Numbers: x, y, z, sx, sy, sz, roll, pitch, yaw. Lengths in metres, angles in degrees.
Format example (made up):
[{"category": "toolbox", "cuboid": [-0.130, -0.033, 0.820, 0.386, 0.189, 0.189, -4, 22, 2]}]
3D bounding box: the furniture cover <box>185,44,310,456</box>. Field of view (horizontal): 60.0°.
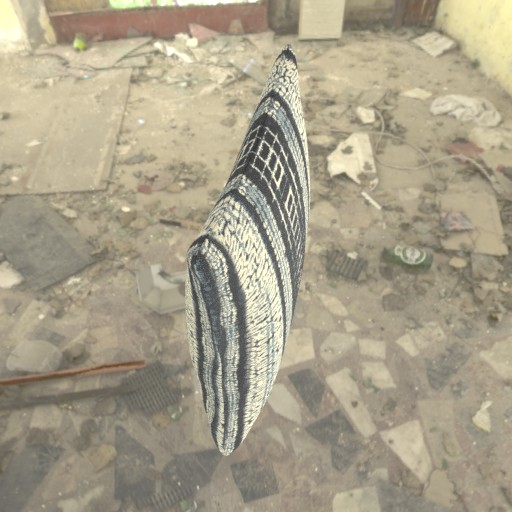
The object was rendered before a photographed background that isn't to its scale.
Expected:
[{"category": "furniture cover", "cuboid": [0.000, 0.000, 0.641, 0.133, 0.435, 0.425, 9, 47, 9]}]
